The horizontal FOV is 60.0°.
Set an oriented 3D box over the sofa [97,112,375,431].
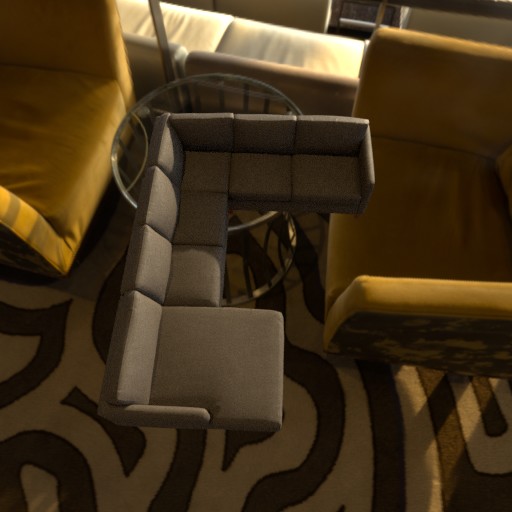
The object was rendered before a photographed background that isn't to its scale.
[{"bbox_3d":[0.000,0.000,4.727,2.594,0.961,3.460,2,62,1],"label":"sofa"}]
